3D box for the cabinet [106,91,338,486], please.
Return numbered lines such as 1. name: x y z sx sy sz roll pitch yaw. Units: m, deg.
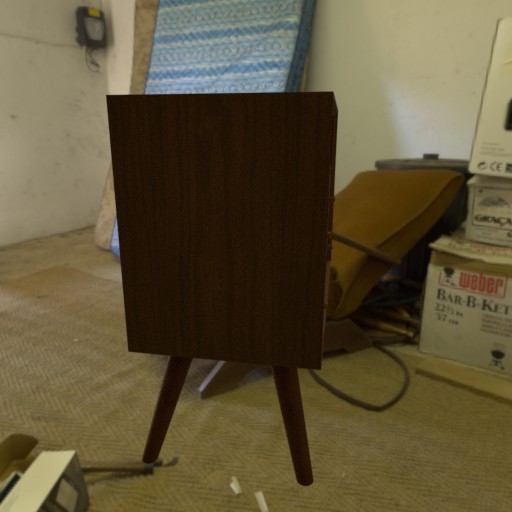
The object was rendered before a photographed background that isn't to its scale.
1. cabinet: 0.000 0.000 1.158 0.388 0.748 0.712 3 16 10
